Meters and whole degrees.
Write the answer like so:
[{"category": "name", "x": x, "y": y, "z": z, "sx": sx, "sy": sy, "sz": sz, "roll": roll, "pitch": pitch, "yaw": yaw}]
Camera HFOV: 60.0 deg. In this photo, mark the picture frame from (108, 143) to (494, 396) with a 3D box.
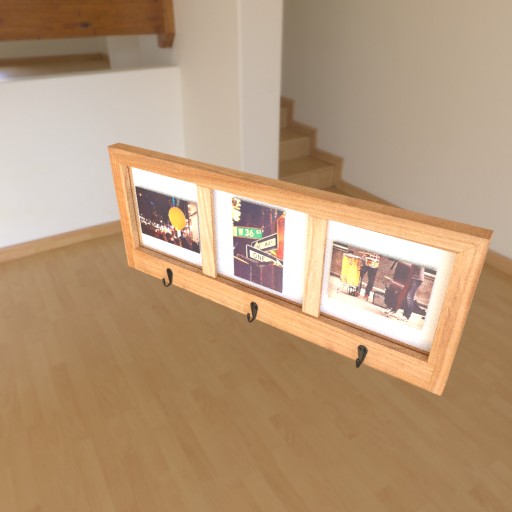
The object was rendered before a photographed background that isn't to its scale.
[{"category": "picture frame", "x": 0.000, "y": 0.000, "z": 0.658, "sx": 0.582, "sy": 0.234, "sz": 0.045, "roll": 19, "pitch": 36, "yaw": 28}]
